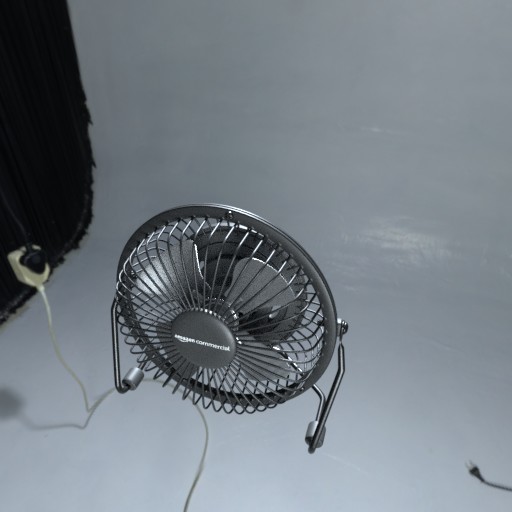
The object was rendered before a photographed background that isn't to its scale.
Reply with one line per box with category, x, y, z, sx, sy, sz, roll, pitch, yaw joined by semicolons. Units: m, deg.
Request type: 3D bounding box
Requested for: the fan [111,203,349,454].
fan;0.000;0.000;0.316;0.153;0.152;0.202;12;42;14
